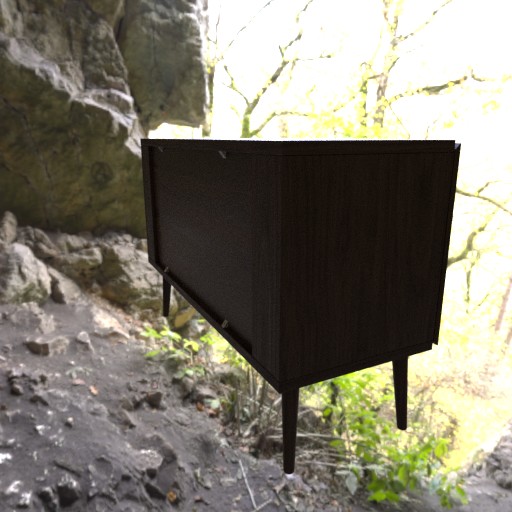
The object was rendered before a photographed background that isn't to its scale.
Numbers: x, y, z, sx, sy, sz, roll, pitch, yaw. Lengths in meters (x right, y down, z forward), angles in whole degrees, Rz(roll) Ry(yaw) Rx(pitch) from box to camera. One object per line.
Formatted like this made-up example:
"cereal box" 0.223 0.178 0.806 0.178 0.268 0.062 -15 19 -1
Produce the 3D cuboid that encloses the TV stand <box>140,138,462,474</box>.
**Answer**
"TV stand" 0.000 0.000 1.292 0.405 0.660 0.990 -7 17 -26
